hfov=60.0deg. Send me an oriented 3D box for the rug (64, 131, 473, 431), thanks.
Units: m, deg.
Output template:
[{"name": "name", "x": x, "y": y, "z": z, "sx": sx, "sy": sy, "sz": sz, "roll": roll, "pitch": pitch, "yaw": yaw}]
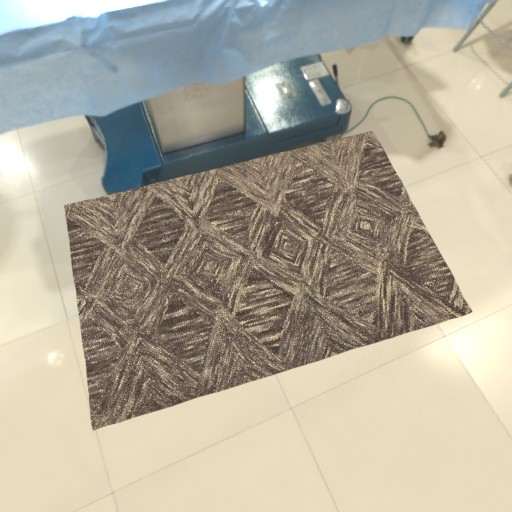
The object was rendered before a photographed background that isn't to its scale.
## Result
[{"name": "rug", "x": 0.000, "y": 0.000, "z": 2.254, "sx": 1.814, "sy": 0.012, "sz": 1.186, "roll": -15, "pitch": 64, "yaw": -7}]
